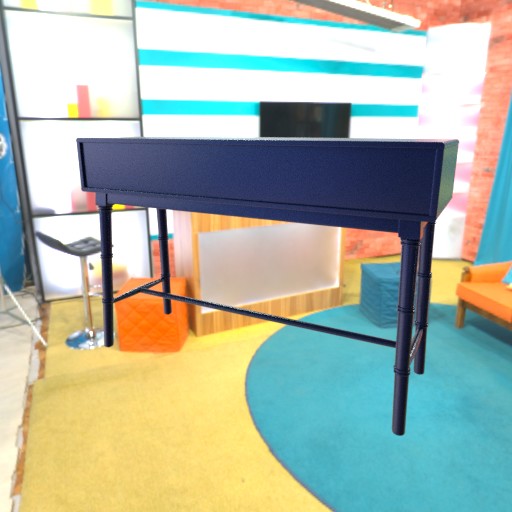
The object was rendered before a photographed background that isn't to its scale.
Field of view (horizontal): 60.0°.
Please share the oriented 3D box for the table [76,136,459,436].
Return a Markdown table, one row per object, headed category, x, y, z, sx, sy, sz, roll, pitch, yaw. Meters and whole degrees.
| category | x | y | z | sx | sy | sz | roll | pitch | yaw |
| --- | --- | --- | --- | --- | --- | --- | --- | --- | --- |
| table | 0.000 | 0.000 | 1.459 | 1.118 | 0.749 | 0.399 | 8 | 18 | 27 |
